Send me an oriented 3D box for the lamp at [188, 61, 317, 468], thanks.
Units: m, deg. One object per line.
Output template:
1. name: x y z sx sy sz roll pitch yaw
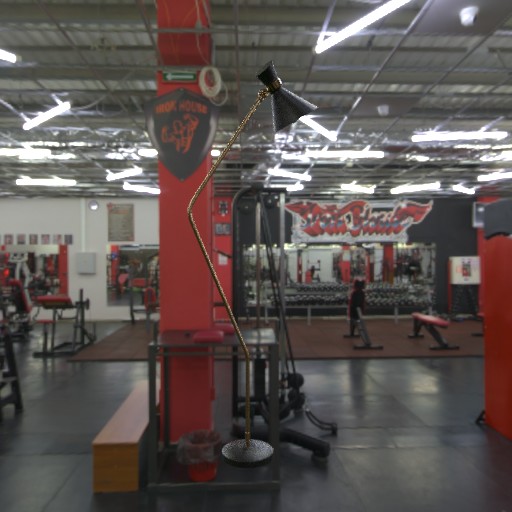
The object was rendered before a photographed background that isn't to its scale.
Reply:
1. lamp: 0.000 0.000 1.644 0.467 1.438 0.277 0 -1 0
